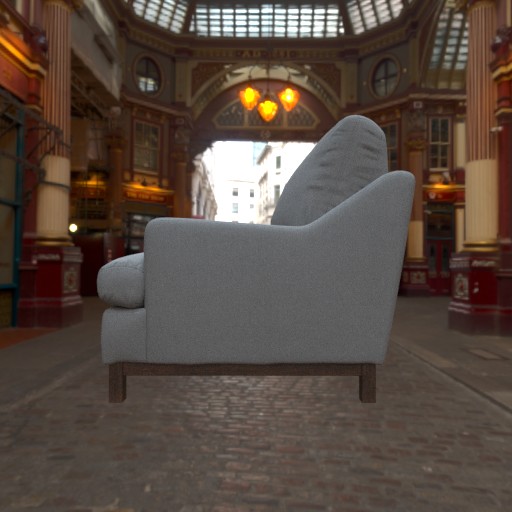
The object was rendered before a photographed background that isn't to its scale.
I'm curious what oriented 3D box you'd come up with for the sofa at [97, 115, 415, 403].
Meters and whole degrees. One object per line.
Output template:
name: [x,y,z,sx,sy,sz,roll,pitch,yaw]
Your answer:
sofa: [0.000,0.000,2.117,0.987,0.921,1.589,0,-1,0]
